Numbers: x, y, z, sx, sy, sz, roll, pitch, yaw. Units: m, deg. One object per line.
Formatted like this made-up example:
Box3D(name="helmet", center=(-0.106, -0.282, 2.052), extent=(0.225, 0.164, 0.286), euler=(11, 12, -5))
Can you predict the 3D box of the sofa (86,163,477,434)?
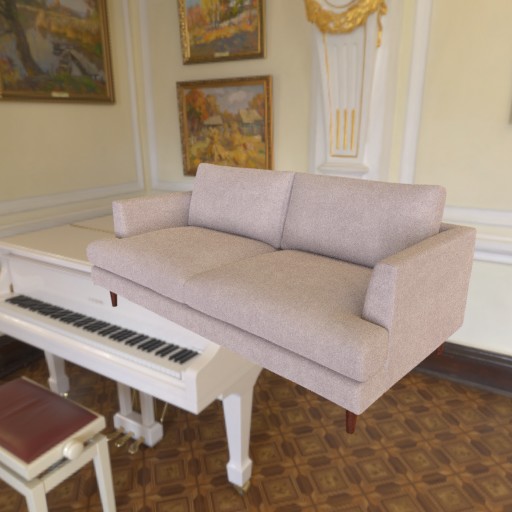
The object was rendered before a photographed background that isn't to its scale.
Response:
Box3D(name="sofa", center=(0.000, 0.000, 2.435), extent=(1.948, 0.868, 1.020), euler=(15, 23, 41))
